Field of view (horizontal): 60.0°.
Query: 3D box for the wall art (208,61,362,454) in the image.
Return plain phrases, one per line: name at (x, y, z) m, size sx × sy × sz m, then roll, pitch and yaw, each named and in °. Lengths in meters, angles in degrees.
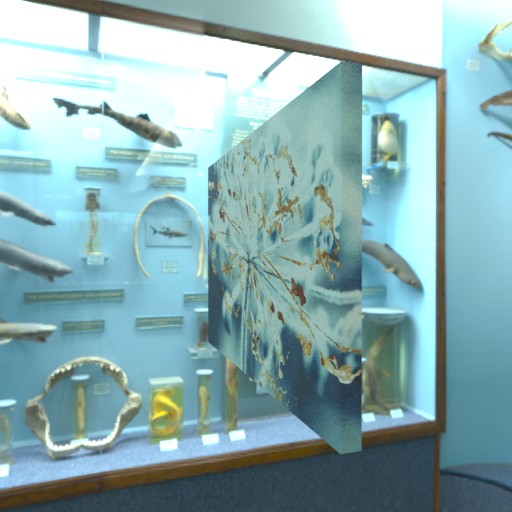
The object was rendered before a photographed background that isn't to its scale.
wall art at (0.000, 0.000, 1.122) m, size 0.038 × 0.608 × 0.912 m, roll 0°, pitch 0°, yaw -19°
